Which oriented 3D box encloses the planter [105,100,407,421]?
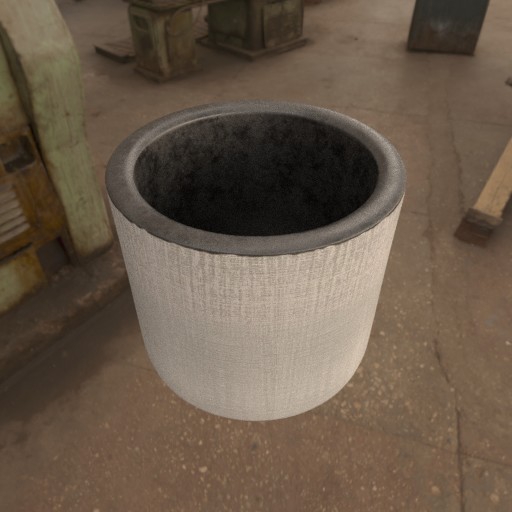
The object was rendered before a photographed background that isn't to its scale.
[{"bbox_3d":[0.000,0.000,0.222,0.125,0.112,0.125,0,41,0],"label":"planter"}]
